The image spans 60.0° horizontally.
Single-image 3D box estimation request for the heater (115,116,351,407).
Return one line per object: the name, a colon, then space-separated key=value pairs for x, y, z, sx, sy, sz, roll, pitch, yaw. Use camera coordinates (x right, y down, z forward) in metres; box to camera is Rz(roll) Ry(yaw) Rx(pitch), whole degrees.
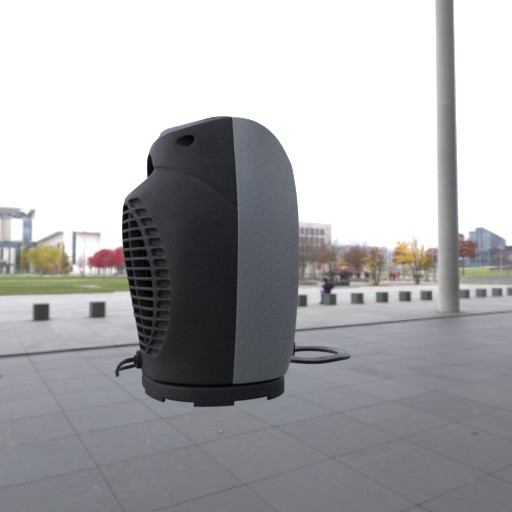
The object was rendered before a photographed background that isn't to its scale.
heater: x=0.000 y=0.000 z=0.482 sx=0.291 sy=0.255 sz=0.239 roll=1 pitch=-2 yaw=-17
